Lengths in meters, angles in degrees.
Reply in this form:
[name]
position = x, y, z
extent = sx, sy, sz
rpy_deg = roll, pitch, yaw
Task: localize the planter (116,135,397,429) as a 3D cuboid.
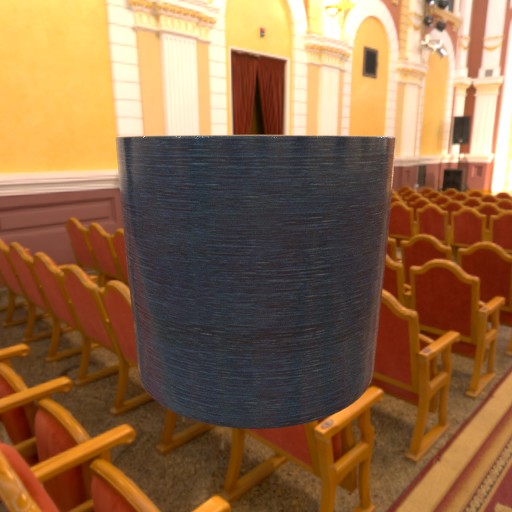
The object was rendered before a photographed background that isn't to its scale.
[planter]
position = 0.000, 0.000, 0.390
extent = 0.221, 0.201, 0.221
rpy_deg = 0, 14, 0
